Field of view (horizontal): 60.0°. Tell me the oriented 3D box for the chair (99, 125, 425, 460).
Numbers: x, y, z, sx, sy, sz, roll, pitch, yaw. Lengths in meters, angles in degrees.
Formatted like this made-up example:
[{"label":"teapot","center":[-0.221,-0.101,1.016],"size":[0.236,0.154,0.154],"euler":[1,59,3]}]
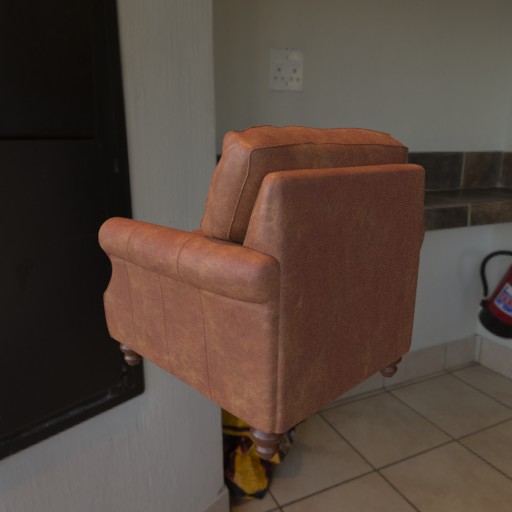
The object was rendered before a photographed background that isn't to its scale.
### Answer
[{"label":"chair","center":[0.000,0.000,1.741],"size":[0.983,0.962,0.986],"euler":[-13,19,-42]}]
